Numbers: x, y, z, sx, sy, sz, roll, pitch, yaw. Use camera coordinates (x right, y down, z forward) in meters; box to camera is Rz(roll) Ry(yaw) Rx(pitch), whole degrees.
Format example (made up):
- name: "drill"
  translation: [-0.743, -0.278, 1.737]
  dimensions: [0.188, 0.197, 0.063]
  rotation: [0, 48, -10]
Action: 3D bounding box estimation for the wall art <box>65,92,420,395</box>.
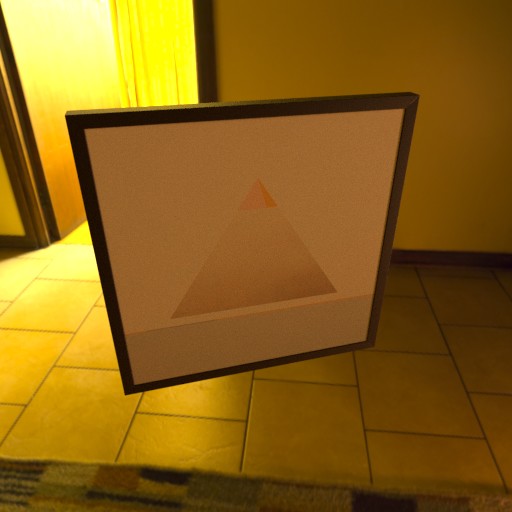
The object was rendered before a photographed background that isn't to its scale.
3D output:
- name: "wall art"
  translation: [0.000, 0.000, 0.764]
  dimensions: [0.513, 0.511, 0.028]
  rotation: [-8, 31, -13]
